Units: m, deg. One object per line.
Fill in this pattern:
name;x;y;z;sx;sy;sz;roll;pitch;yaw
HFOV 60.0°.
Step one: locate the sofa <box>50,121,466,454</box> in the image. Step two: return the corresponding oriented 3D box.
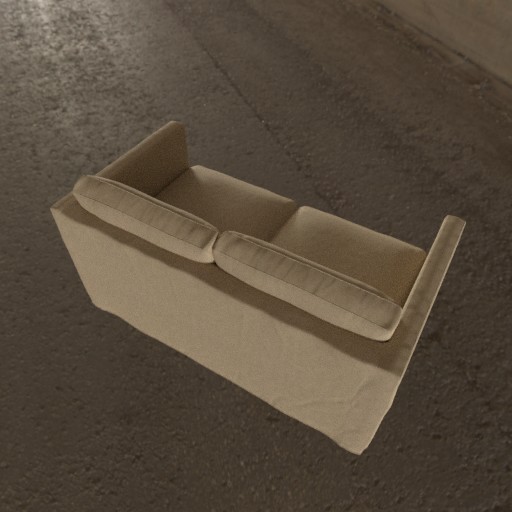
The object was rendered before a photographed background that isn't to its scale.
sofa;0.000;0.000;2.241;1.719;0.835;0.962;24;51;21
